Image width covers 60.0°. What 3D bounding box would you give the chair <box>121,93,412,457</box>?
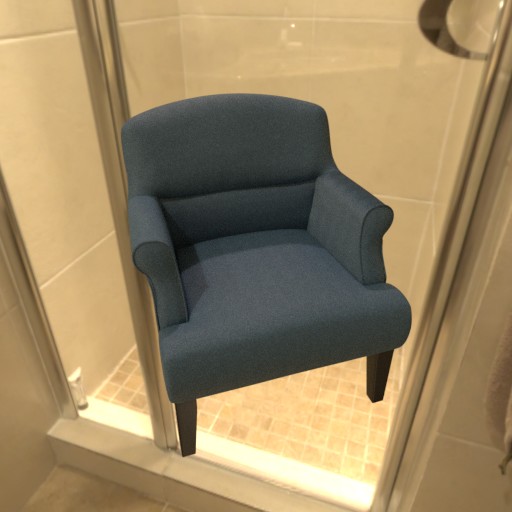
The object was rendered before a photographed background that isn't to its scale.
[{"bbox_3d":[0.000,0.000,1.444,0.770,0.878,0.754,-10,33,-15],"label":"chair"}]
